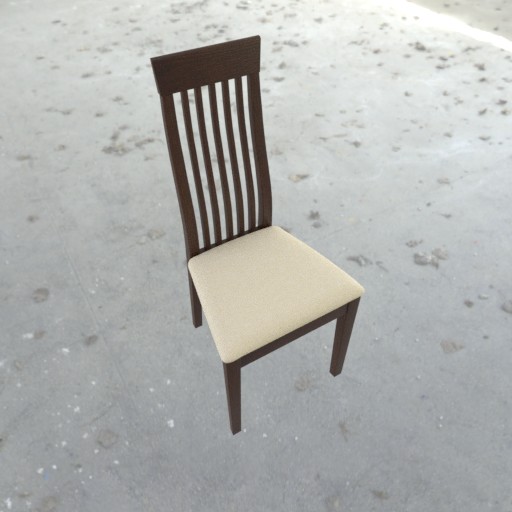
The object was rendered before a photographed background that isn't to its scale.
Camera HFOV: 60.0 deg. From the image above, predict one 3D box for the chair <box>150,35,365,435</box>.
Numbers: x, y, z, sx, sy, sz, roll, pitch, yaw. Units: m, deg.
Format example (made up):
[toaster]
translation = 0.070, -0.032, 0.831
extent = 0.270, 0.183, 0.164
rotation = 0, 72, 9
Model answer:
[chair]
translation = 0.000, 0.000, 1.286
extent = 0.460, 1.027, 0.474
rotation = -23, 49, -21
